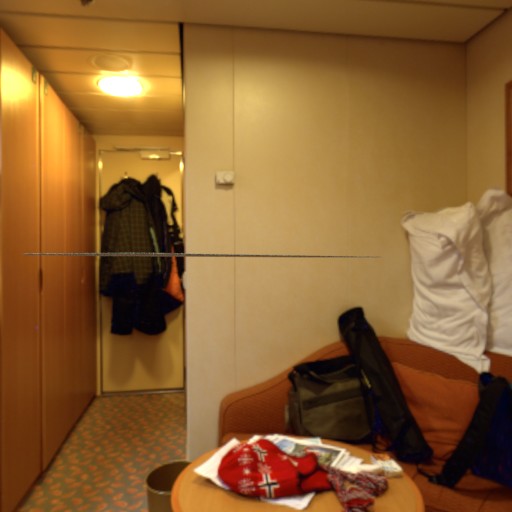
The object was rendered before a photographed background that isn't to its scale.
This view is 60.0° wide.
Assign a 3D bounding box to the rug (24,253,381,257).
[{"bbox_3d":[0.000,0.000,2.667,0.688,0.008,2.443,0,-1,35],"label":"rug"}]
